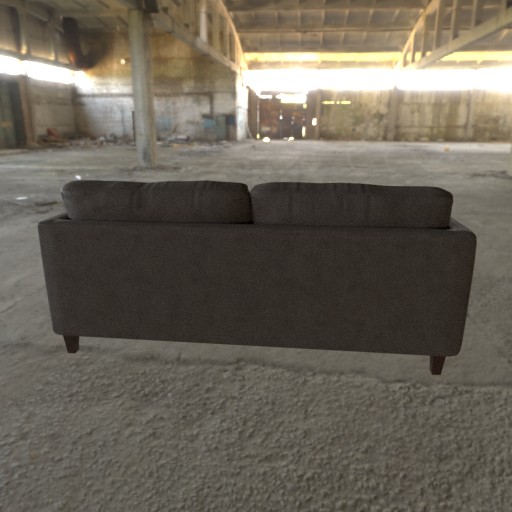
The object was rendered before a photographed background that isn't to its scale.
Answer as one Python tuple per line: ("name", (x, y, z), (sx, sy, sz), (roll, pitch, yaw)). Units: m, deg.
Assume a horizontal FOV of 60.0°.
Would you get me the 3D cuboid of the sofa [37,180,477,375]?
("sofa", (0.000, 0.000, 2.685), (2.208, 0.965, 0.951), (2, 17, 6))
